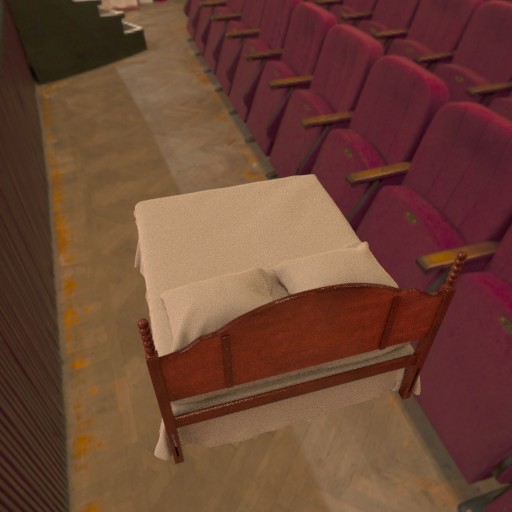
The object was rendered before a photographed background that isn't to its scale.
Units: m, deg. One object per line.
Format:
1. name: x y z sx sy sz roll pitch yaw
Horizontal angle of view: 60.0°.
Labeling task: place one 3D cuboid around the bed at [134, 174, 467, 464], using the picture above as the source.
1. bed: 0.000 0.000 3.223 1.873 1.356 2.040 -11 43 -12
